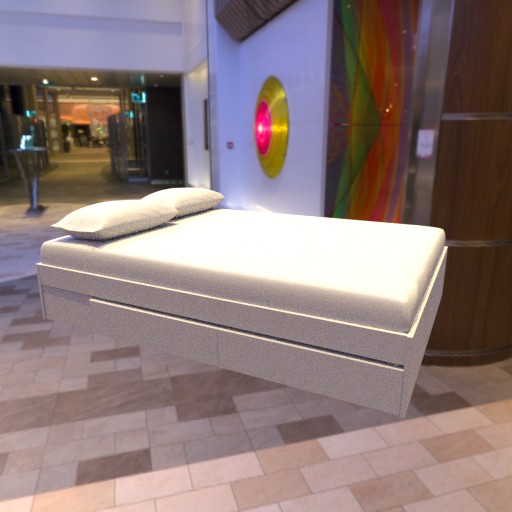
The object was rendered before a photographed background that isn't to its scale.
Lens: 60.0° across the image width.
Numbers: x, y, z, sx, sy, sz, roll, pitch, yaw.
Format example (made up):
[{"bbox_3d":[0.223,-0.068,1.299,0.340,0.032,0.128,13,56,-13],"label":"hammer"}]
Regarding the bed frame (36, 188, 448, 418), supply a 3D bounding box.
[{"bbox_3d":[0.000,0.000,2.576,1.950,0.629,1.450,8,17,26],"label":"bed frame"}]
